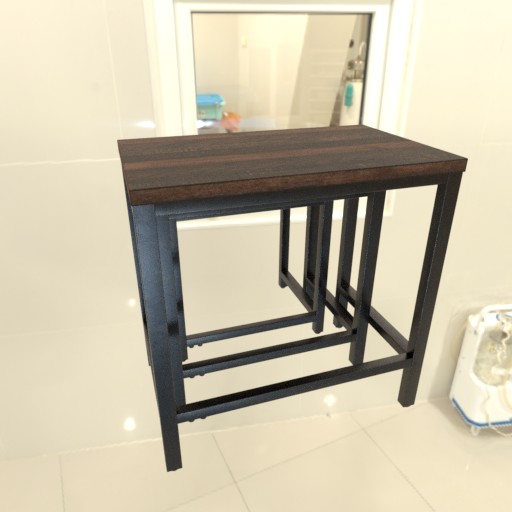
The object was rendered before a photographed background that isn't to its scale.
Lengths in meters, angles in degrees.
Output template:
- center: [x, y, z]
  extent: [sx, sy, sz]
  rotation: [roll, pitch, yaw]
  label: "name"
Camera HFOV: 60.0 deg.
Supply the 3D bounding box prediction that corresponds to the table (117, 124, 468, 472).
- center: [0.000, 0.000, 1.148]
  extent: [0.608, 0.616, 0.660]
  rotation: [-8, 27, -16]
  label: "table"
